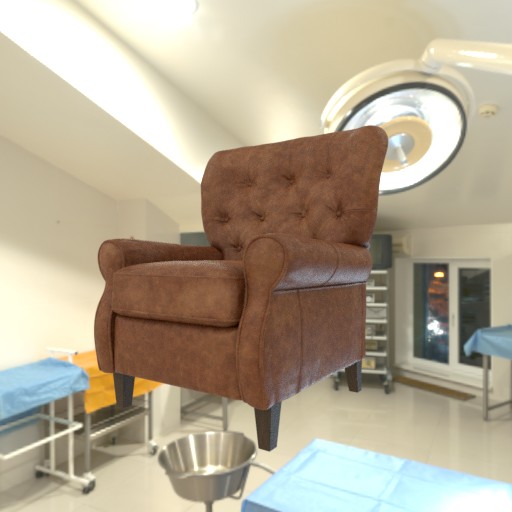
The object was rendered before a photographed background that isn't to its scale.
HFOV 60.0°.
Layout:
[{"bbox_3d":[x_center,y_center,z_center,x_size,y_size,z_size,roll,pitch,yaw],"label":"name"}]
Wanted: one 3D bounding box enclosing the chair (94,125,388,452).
[{"bbox_3d":[0.000,0.000,1.871,0.951,1.164,1.059,0,0,35],"label":"chair"}]
